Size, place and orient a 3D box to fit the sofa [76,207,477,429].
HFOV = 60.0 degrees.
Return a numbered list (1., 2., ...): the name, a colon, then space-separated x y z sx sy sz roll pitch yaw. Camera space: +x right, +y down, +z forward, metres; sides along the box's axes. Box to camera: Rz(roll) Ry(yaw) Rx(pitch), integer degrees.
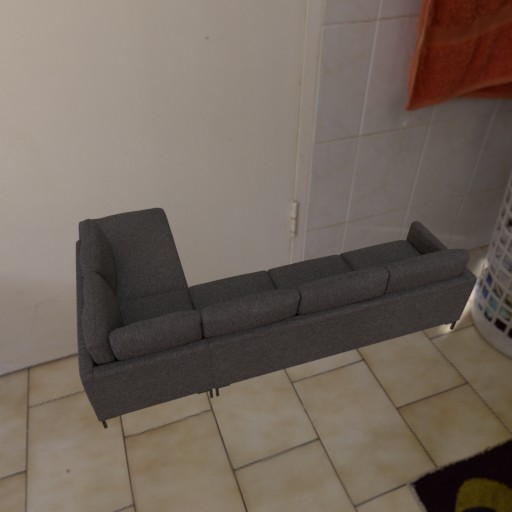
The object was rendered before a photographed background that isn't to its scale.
1. sofa: 0.000 0.000 3.862 2.949 0.815 2.007 -12 42 -14
